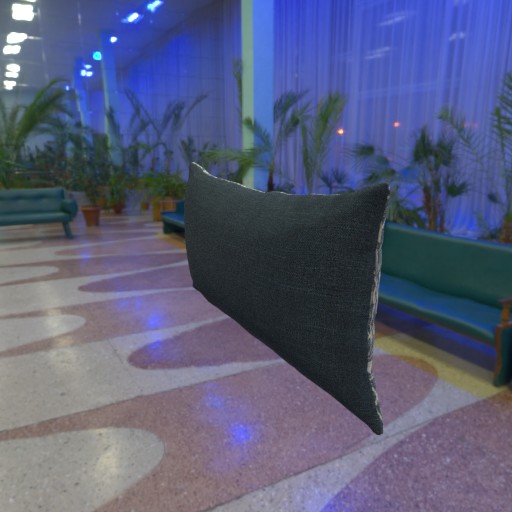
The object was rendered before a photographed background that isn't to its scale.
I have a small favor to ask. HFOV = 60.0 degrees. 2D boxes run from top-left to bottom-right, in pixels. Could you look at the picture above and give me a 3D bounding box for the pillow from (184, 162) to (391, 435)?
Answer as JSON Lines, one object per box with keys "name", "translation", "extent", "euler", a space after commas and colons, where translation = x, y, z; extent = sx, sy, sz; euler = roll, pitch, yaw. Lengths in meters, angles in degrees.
{"name": "pillow", "translation": [0.000, 0.000, 0.749], "extent": [0.148, 0.292, 0.631], "euler": [-7, 16, -27]}
